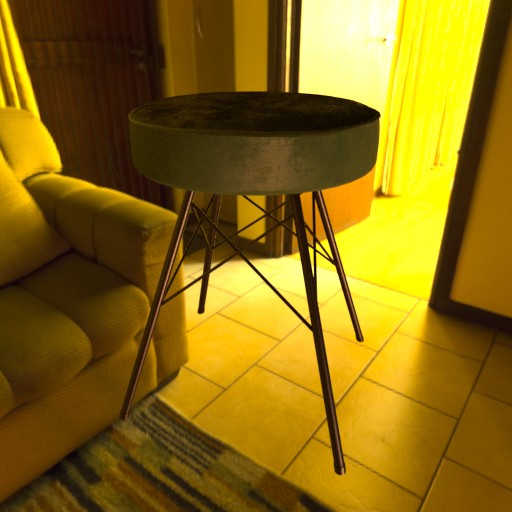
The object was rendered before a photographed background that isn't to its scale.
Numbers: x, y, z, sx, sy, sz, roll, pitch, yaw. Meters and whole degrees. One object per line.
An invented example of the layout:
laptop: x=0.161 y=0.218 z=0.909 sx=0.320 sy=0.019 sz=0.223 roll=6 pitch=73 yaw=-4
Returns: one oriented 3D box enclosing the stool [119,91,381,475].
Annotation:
stool: x=0.000 y=0.000 z=0.890 sx=0.457 sy=0.595 sz=0.430 roll=8 pitch=27 yaw=15
